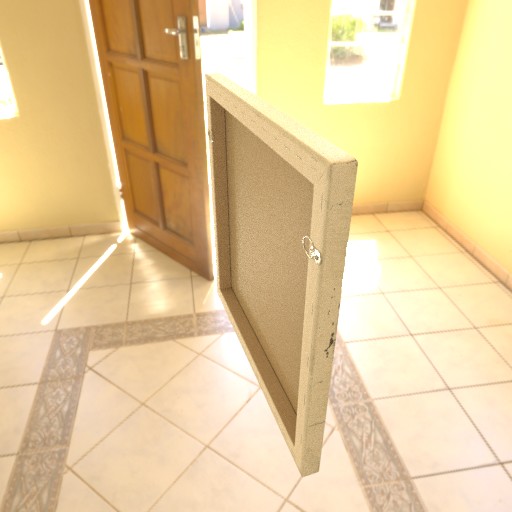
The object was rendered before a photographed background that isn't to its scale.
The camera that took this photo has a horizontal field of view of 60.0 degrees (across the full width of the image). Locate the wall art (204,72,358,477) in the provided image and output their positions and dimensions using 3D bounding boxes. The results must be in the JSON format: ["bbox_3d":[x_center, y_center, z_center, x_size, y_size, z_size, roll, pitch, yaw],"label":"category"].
[{"bbox_3d":[0.000,0.000,0.911,0.040,0.611,0.610,-10,33,-16],"label":"wall art"}]
